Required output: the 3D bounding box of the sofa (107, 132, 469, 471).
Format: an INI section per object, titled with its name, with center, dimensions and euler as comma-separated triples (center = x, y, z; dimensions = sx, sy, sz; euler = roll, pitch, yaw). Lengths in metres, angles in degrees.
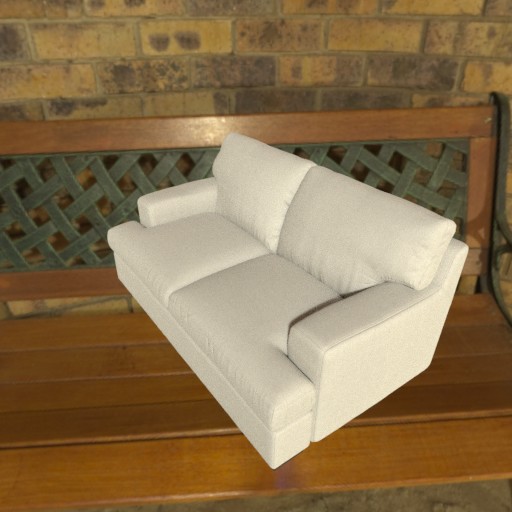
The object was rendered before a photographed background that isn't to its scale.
[sofa]
center = 0.000, 0.000, 2.526
dimensions = 1.143, 0.940, 1.880
euler = -20, 36, -30
